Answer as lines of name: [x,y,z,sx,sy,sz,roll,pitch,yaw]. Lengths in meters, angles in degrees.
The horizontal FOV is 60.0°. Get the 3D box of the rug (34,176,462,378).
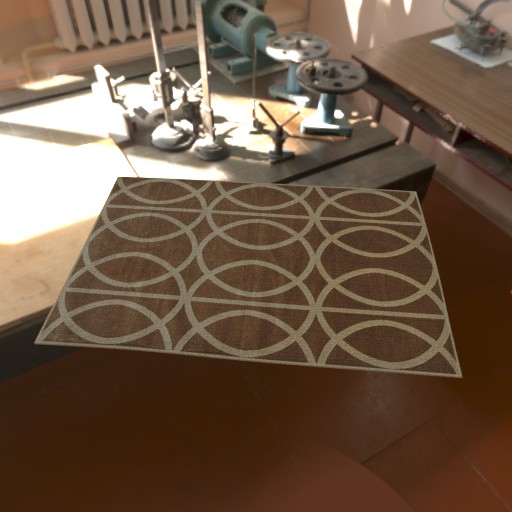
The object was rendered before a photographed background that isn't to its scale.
rug: [0.000,0.000,2.859,2.290,0.014,1.526,4,47,3]
